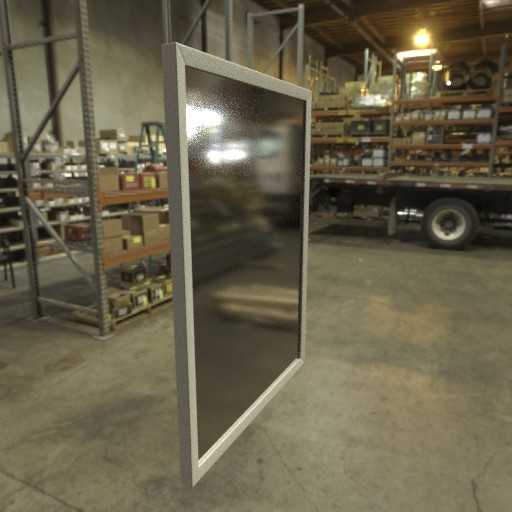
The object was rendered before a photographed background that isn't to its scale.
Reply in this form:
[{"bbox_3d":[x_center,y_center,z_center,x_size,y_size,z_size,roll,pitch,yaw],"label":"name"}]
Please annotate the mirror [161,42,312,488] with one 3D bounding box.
[{"bbox_3d":[0.000,0.000,1.319,0.040,1.016,0.762,7,14,27],"label":"mirror"}]
